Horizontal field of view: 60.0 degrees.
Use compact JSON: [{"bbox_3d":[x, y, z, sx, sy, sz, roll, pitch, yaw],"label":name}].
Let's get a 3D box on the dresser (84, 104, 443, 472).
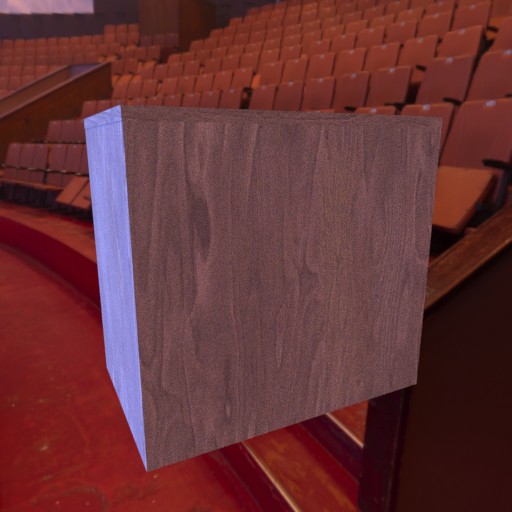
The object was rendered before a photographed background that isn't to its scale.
[{"bbox_3d":[0.000,0.000,1.282,0.809,0.762,0.529,-7,16,-26],"label":"dresser"}]
